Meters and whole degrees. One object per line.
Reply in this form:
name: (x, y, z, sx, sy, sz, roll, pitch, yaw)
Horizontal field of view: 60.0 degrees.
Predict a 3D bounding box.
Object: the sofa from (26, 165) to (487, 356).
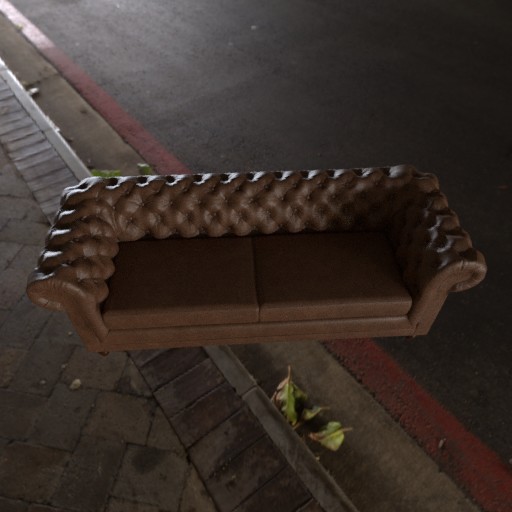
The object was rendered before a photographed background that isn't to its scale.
sofa: (0.000, 0.000, 2.777, 2.385, 0.783, 0.944, -3, 46, -2)
